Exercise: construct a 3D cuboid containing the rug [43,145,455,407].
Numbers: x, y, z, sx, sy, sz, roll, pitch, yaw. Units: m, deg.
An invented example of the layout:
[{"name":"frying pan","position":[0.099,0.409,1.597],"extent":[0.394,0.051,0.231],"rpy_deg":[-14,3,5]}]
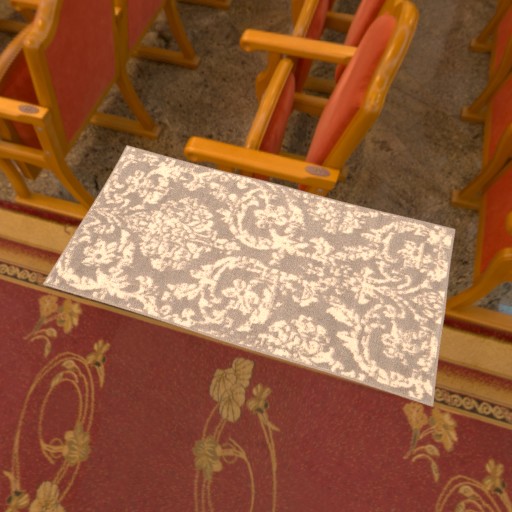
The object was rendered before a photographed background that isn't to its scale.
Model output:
[{"name":"rug","position":[0.000,0.000,1.446],"extent":[1.219,0.007,0.604],"rpy_deg":[16,63,8]}]
